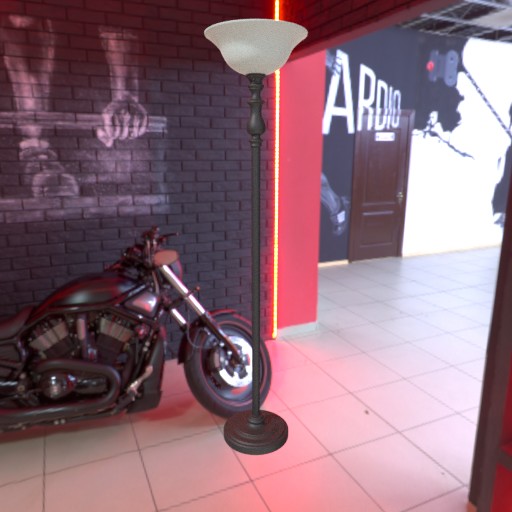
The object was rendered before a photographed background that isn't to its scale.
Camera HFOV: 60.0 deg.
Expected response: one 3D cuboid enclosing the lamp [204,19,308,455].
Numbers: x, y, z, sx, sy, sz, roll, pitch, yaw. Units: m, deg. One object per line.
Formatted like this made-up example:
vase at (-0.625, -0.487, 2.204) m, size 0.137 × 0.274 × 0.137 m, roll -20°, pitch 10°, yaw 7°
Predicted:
lamp at (0.000, 0.000, 1.951) m, size 0.405 × 1.797 × 0.405 m, roll 2°, pitch 13°, yaw 8°
